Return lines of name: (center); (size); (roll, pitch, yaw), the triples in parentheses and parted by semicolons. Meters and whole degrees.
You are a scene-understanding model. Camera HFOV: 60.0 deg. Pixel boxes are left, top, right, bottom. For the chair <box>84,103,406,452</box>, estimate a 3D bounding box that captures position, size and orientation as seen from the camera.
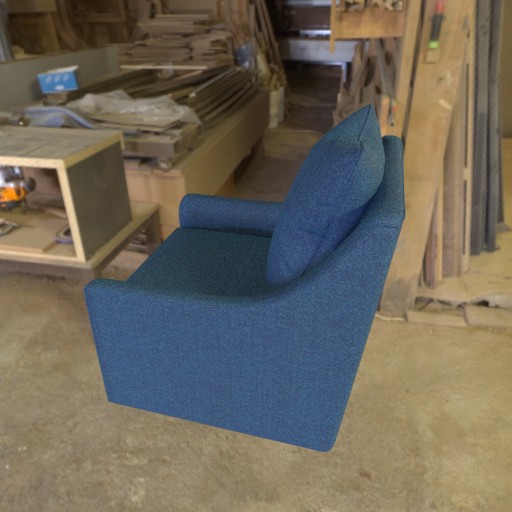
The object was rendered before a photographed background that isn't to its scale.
chair: (0.000, 0.000, 1.530); (0.870, 0.939, 0.750); (8, 31, 13)
